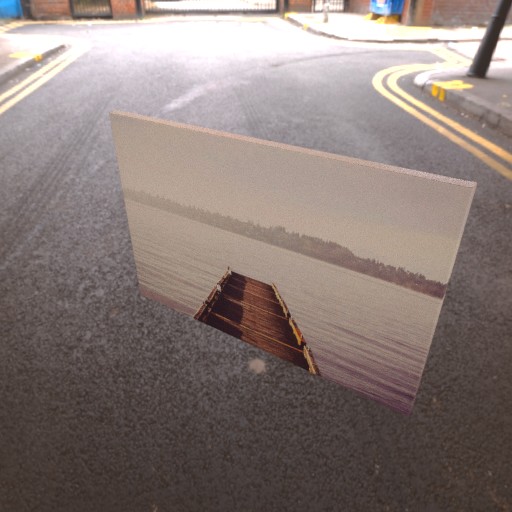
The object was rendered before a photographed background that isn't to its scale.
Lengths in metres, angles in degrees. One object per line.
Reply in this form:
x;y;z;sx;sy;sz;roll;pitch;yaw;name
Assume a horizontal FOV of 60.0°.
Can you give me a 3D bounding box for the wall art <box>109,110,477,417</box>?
0.000;0.000;0.772;0.615;0.410;0.021;19;37;27;wall art
